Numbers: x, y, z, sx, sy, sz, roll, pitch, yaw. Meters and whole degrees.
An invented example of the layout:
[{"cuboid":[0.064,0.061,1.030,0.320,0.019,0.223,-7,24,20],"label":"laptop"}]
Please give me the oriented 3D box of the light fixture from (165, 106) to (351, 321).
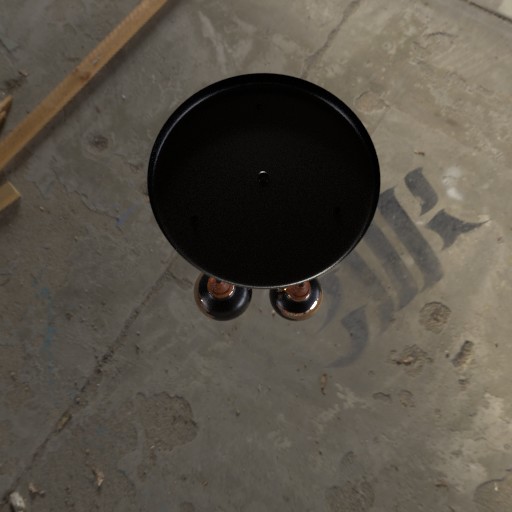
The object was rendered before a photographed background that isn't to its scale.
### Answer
[{"cuboid":[0.000,0.000,1.735,0.605,1.410,0.608,-37,78,-9],"label":"light fixture"}]
